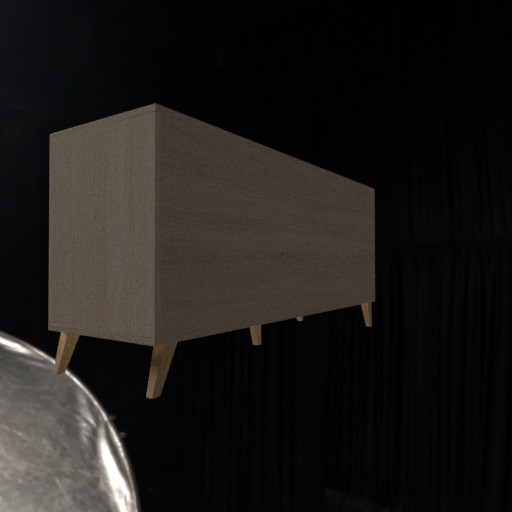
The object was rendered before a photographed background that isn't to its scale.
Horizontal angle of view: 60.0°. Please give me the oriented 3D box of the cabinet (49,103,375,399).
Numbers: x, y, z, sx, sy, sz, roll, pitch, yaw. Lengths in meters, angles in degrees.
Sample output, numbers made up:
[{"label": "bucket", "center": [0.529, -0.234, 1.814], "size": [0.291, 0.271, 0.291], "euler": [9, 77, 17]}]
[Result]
[{"label": "cabinet", "center": [0.000, 0.000, 1.981], "size": [0.500, 0.780, 1.649], "euler": [-1, -1, 35]}]
